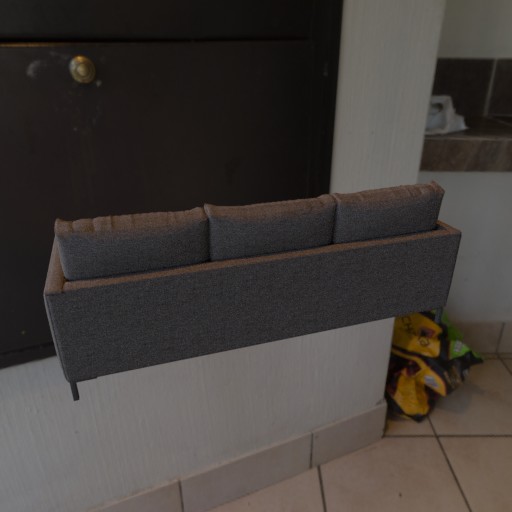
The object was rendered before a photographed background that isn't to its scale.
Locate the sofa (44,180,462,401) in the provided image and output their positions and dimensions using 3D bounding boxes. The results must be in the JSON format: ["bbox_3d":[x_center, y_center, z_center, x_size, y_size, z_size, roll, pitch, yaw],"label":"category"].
[{"bbox_3d":[0.000,0.000,2.676,2.253,0.882,0.876,-8,26,-17],"label":"sofa"}]
